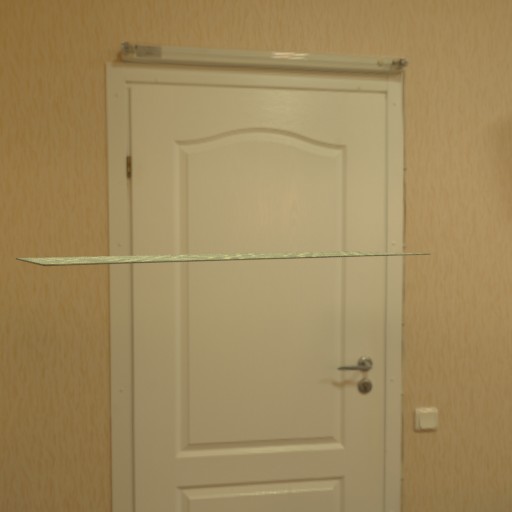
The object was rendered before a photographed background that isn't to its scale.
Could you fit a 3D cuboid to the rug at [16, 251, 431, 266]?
[{"bbox_3d":[0.000,0.000,2.449,2.275,0.009,0.684,-1,2,-36],"label":"rug"}]
